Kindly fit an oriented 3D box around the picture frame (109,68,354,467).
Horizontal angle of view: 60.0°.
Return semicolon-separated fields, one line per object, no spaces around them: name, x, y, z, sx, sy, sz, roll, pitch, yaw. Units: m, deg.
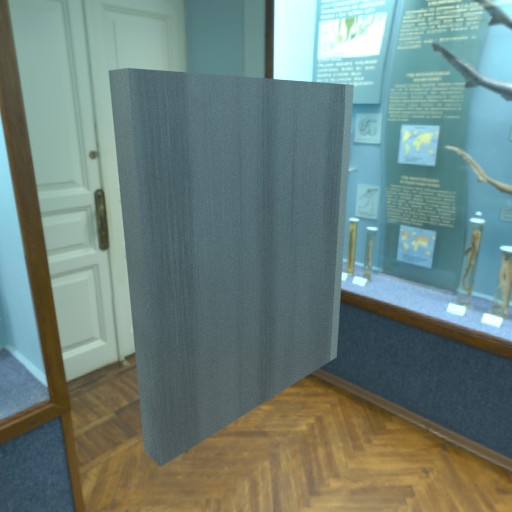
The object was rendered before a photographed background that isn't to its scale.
picture frame;0.000;0.000;0.748;0.449;0.555;0.046;-17;24;-42
